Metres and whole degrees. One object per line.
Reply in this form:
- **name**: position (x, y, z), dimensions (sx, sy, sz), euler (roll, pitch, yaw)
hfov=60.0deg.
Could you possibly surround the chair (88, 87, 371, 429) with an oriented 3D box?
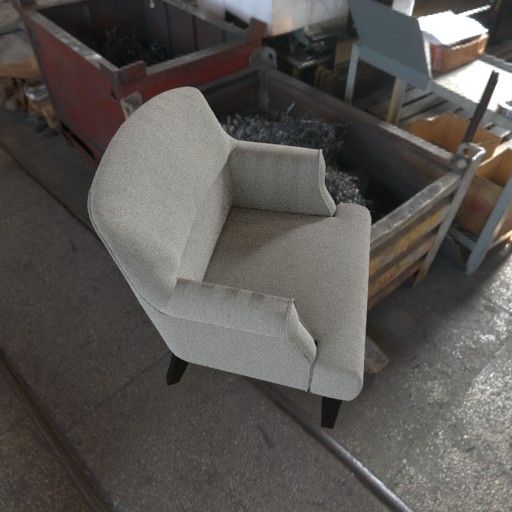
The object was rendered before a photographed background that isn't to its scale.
- **chair**: position (0.000, 0.000, 1.454), dimensions (0.755, 0.880, 0.772), euler (9, 48, 8)
